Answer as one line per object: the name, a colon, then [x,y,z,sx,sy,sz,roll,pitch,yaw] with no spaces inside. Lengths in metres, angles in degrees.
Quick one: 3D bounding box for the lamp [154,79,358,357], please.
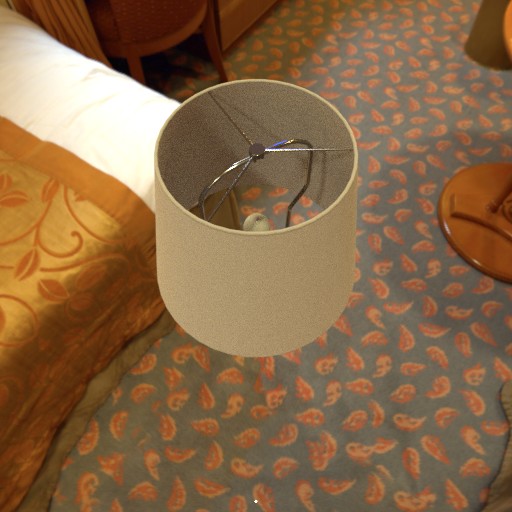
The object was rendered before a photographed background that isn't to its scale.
lamp: [0.000,0.000,0.561,0.254,0.392,0.254,0,61,0]
